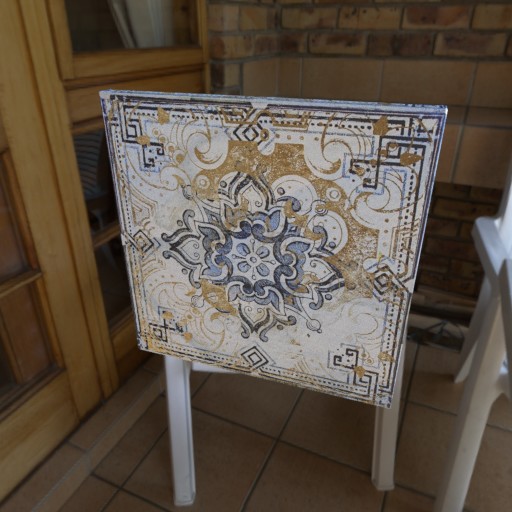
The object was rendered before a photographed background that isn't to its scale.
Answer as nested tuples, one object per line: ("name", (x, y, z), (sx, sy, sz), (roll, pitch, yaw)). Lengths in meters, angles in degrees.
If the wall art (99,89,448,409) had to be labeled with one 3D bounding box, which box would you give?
("wall art", (0.000, 0.000, 0.894), (0.609, 0.607, 0.036), (9, 29, 17))
